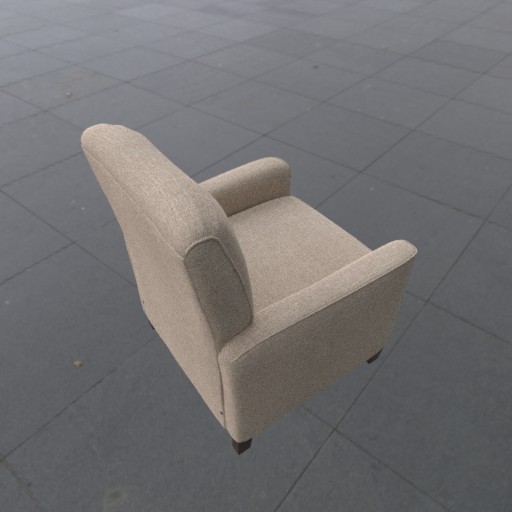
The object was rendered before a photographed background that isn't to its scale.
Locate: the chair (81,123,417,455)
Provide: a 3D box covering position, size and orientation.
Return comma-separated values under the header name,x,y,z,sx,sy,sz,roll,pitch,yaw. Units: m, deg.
name,x,y,z,sx,sy,sz,roll,pitch,yaw
chair,0.000,0.000,1.630,0.858,1.028,0.841,-25,47,-26
